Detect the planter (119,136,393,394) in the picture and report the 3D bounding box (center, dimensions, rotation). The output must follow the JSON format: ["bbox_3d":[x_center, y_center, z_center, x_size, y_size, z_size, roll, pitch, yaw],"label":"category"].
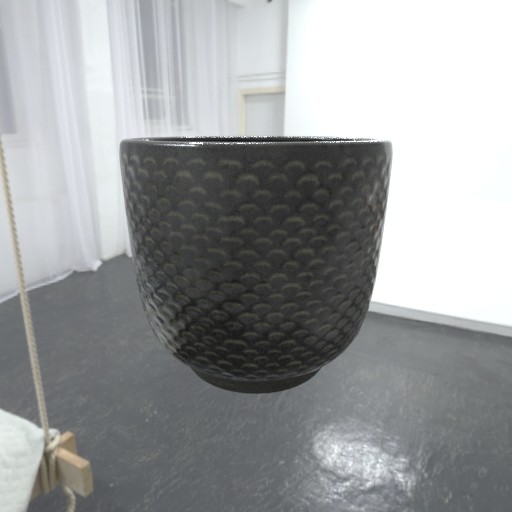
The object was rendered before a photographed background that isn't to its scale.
[{"bbox_3d":[0.000,0.000,0.252,0.140,0.129,0.140,0,16,0],"label":"planter"}]
